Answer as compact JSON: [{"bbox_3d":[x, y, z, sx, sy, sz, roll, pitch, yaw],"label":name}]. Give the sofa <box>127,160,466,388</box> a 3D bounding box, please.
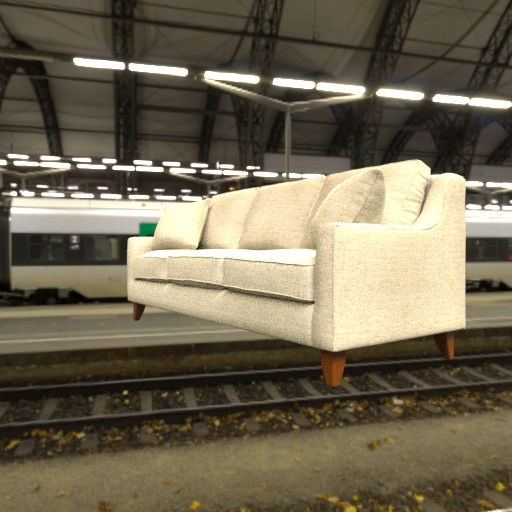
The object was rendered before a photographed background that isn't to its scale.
[{"bbox_3d":[0.000,0.000,2.534,0.865,0.914,2.031,0,1,-36],"label":"sofa"}]
